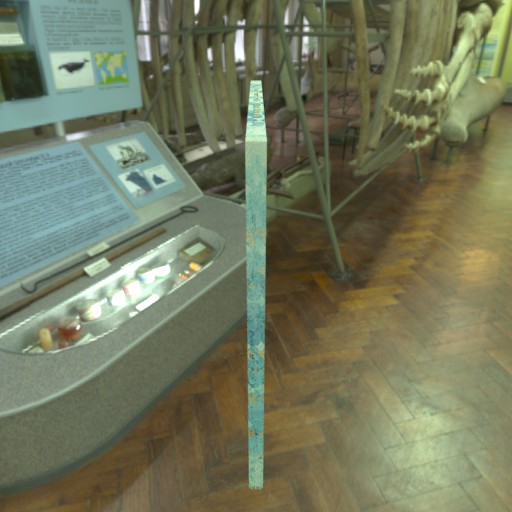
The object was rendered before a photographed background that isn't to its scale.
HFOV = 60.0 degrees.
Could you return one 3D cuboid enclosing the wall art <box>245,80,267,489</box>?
[{"bbox_3d":[0.000,0.000,1.367,0.040,0.916,0.916,0,28,0],"label":"wall art"}]
